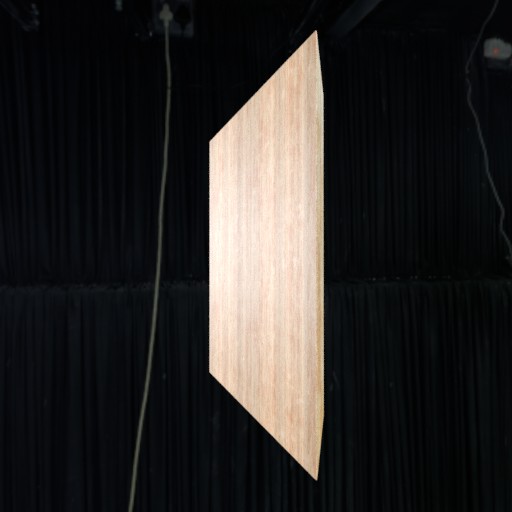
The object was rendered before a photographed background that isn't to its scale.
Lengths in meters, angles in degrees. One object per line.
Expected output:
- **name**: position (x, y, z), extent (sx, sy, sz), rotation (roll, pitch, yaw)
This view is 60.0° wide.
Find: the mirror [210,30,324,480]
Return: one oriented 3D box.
- **mirror**: position (0.000, 0.000, 0.954), extent (0.047, 0.651, 0.651), rotation (0, 0, -20)
